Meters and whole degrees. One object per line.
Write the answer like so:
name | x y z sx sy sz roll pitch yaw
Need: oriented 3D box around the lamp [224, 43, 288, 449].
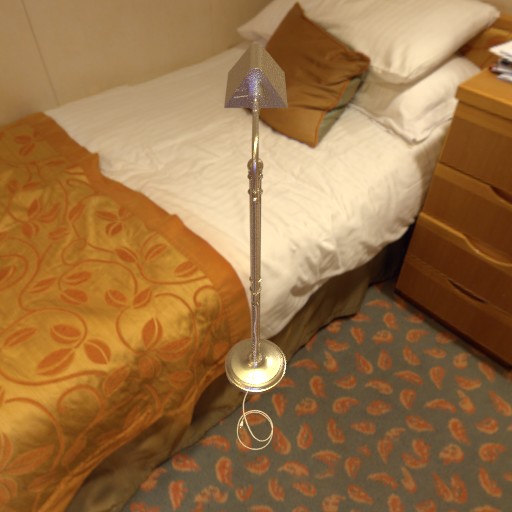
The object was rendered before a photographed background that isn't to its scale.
lamp | 0.000 0.000 0.952 0.159 0.708 0.546 1 46 1
